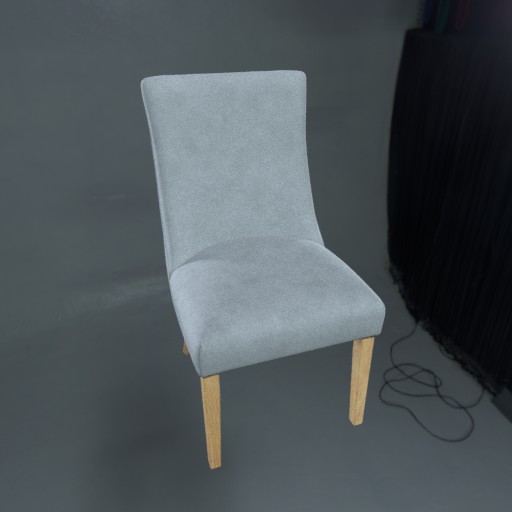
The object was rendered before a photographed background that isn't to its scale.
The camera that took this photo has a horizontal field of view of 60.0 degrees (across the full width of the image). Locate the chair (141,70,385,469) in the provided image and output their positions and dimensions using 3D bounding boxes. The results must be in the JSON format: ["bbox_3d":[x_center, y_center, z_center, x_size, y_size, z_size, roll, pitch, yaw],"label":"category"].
[{"bbox_3d":[0.000,0.000,1.246,0.495,0.902,0.610,-10,30,-17],"label":"chair"}]
